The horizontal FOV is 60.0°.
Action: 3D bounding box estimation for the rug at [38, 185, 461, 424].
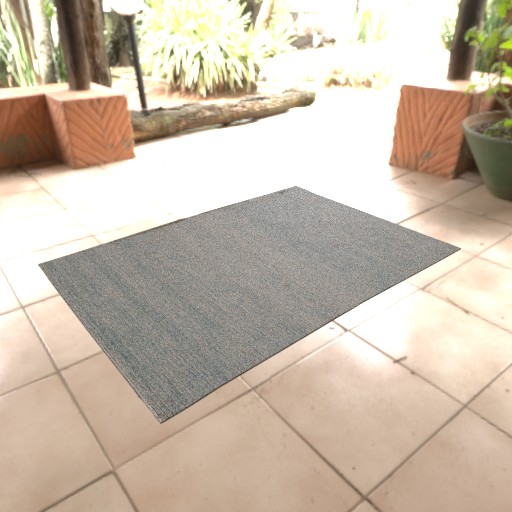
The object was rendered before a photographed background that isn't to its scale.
[{"bbox_3d":[0.000,0.000,2.926,2.306,0.030,1.613,-22,36,-34],"label":"rug"}]
